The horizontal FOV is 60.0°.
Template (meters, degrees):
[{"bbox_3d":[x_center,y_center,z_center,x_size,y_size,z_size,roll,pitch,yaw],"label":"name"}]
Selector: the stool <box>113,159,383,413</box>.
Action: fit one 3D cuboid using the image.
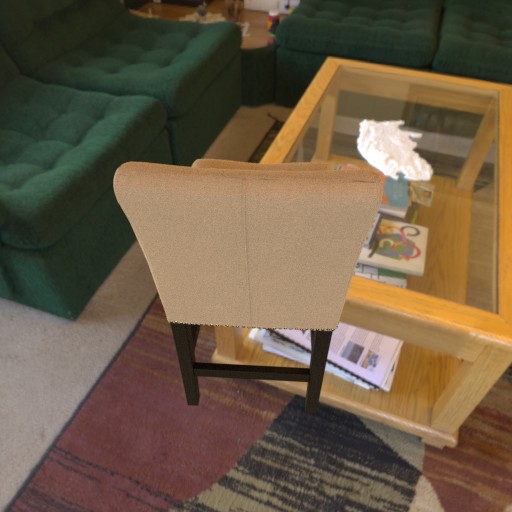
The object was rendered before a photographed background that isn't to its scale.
[{"bbox_3d":[0.000,0.000,1.170,0.427,0.885,0.571,2,46,2],"label":"stool"}]
